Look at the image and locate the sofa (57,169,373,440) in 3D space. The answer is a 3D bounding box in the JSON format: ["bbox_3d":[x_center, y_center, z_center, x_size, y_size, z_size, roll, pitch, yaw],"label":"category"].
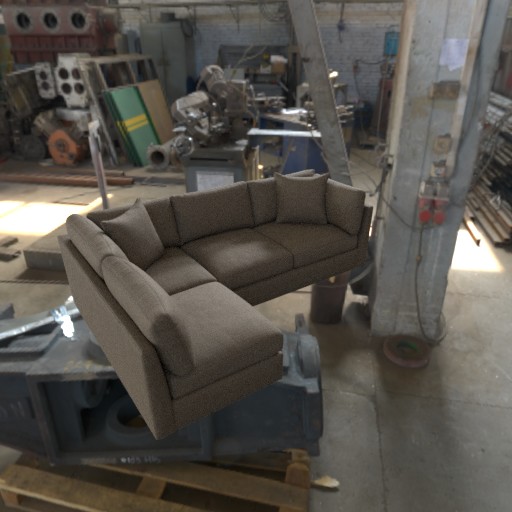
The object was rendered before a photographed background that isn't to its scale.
[{"bbox_3d":[0.000,0.000,3.985,2.896,0.978,1.994,-17,31,-31],"label":"sofa"}]
